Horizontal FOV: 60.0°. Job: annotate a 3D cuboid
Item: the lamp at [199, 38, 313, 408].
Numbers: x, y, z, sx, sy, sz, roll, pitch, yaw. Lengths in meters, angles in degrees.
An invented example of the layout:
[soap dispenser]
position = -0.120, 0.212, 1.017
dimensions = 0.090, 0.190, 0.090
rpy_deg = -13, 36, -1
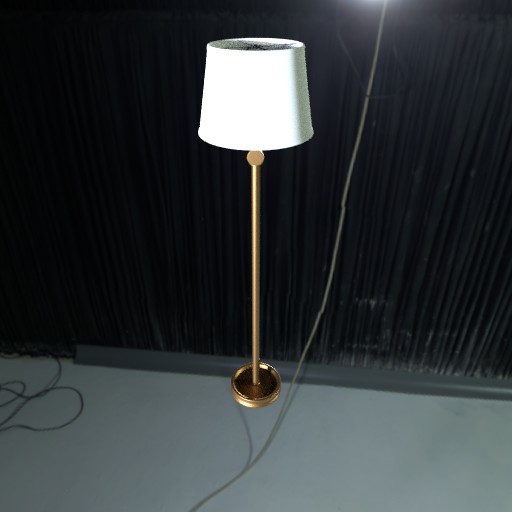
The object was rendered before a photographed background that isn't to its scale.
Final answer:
[lamp]
position = 0.000, 0.000, 0.817
dimensions = 0.178, 0.710, 0.178
rpy_deg = 0, 32, 0
